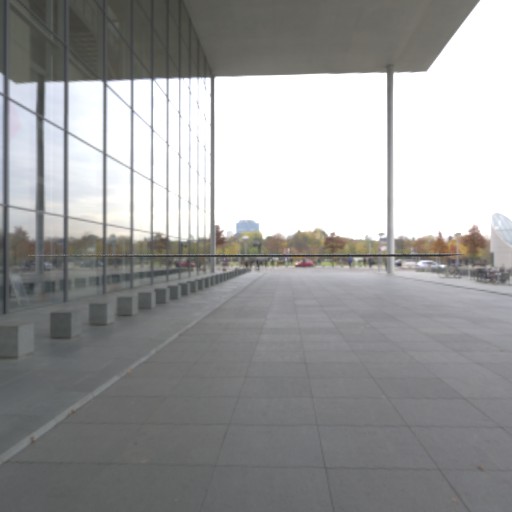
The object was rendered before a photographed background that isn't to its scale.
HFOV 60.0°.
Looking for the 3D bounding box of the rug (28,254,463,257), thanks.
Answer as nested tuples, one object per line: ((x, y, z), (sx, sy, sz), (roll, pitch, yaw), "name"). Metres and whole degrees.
((0.000, 0.000, 3.042), (2.439, 0.005, 1.524), (0, 0, 19), "rug")
